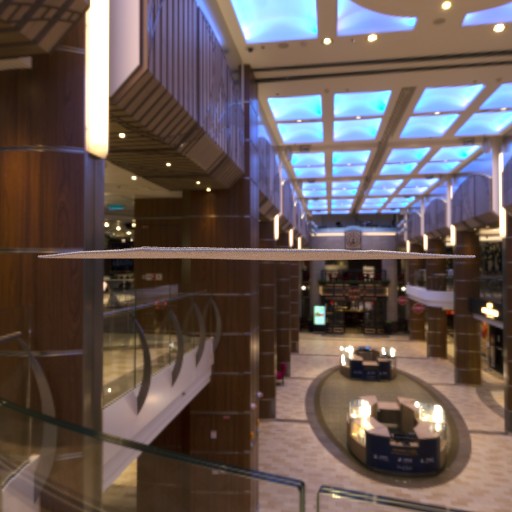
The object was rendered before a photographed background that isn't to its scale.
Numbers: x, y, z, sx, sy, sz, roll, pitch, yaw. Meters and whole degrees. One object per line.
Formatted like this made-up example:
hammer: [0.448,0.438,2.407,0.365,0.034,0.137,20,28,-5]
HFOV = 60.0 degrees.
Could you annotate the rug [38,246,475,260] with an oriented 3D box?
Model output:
rug: [0.000,0.000,4.110,3.245,0.046,2.467,1,-2,-37]
